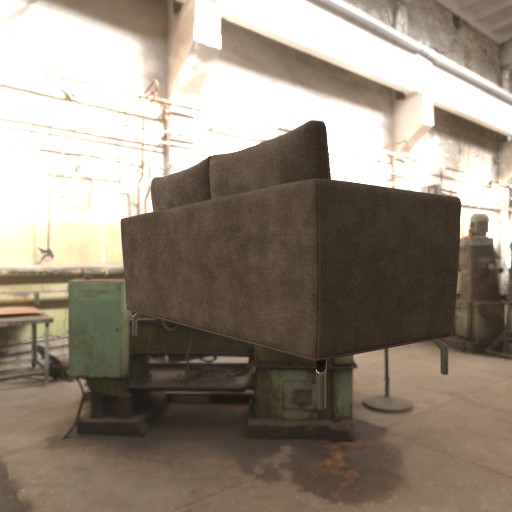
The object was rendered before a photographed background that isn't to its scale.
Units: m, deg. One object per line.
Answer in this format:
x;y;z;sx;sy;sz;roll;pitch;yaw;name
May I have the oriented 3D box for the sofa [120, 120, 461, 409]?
0.000;0.000;2.358;0.855;1.013;1.832;0;0;-36;sofa
